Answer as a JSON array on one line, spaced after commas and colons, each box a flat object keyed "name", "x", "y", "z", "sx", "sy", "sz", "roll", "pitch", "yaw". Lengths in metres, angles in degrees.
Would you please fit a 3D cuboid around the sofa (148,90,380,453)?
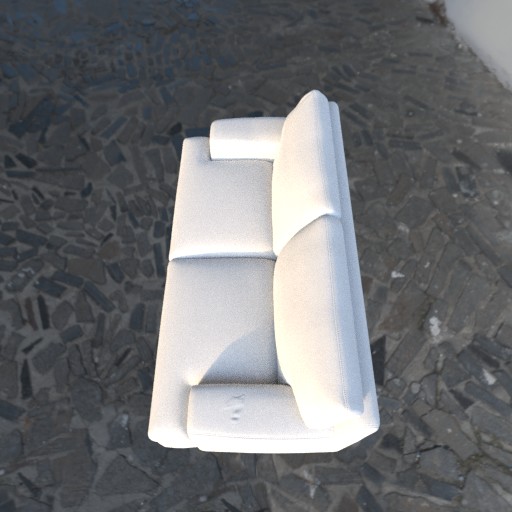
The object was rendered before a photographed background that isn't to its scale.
[{"name": "sofa", "x": 0.000, "y": 0.000, "z": 2.802, "sx": 1.143, "sy": 0.940, "sz": 2.261, "roll": 0, "pitch": 59, "yaw": 0}]
